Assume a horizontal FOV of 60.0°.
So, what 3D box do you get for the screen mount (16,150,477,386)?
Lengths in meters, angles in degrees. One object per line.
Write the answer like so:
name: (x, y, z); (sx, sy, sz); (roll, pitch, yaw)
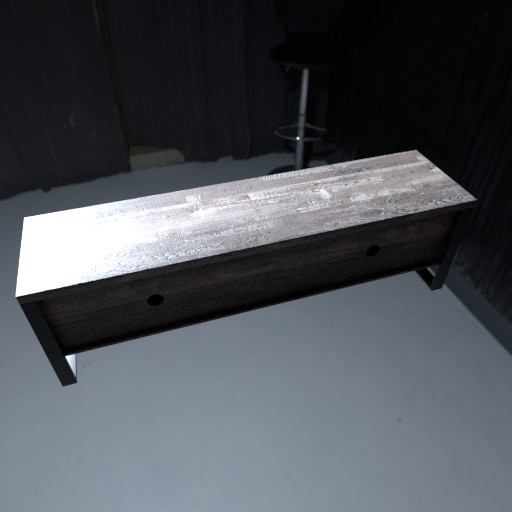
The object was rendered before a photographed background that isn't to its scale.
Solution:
screen mount: (0.000, 0.000, 1.689); (1.524, 0.450, 0.395); (-12, 43, -13)
